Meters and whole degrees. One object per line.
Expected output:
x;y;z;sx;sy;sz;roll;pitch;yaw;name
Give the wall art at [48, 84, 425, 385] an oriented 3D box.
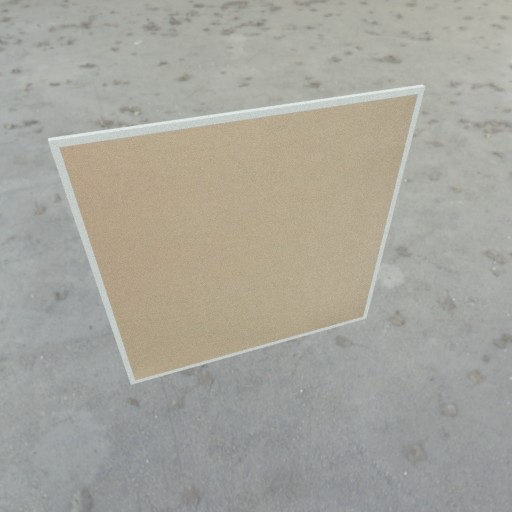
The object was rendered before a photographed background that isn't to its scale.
0.000;0.000;1.183;0.809;0.809;0.012;-13;43;-14;wall art
